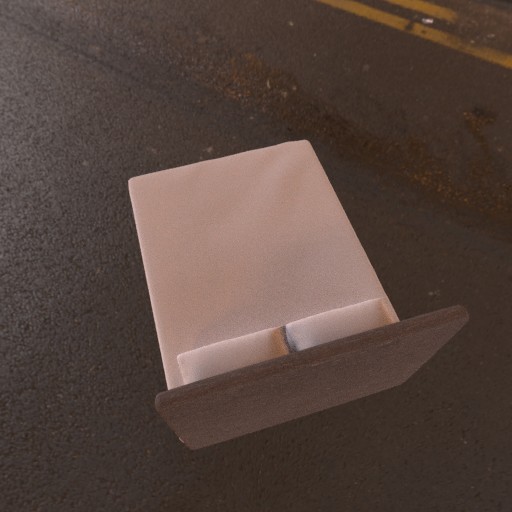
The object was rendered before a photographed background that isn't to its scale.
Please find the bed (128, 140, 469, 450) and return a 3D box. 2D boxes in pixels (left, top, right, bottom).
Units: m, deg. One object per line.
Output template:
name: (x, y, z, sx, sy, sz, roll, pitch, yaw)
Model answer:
bed: (0.000, 0.000, 3.232, 1.723, 1.330, 2.142, -14, 60, -9)
